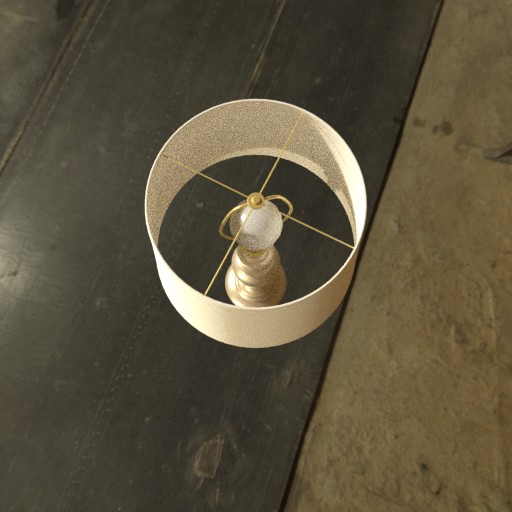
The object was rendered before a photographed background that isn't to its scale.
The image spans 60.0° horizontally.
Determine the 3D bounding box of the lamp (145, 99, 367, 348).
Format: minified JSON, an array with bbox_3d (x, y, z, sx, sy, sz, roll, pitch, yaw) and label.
[{"bbox_3d":[0.000,0.000,0.805,0.328,0.612,0.328,0,78,0],"label":"lamp"}]
